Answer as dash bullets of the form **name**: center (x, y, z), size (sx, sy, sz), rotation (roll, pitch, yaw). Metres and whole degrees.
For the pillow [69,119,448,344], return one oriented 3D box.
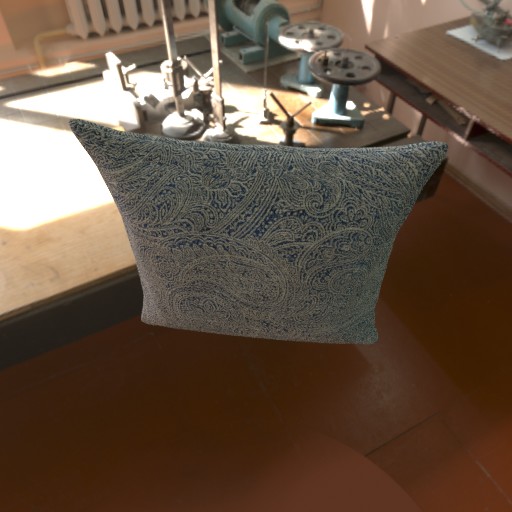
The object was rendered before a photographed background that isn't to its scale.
- **pillow**: center (0.000, 0.000, 0.787), size (0.523, 0.510, 0.166), rotation (5, 48, 4)
